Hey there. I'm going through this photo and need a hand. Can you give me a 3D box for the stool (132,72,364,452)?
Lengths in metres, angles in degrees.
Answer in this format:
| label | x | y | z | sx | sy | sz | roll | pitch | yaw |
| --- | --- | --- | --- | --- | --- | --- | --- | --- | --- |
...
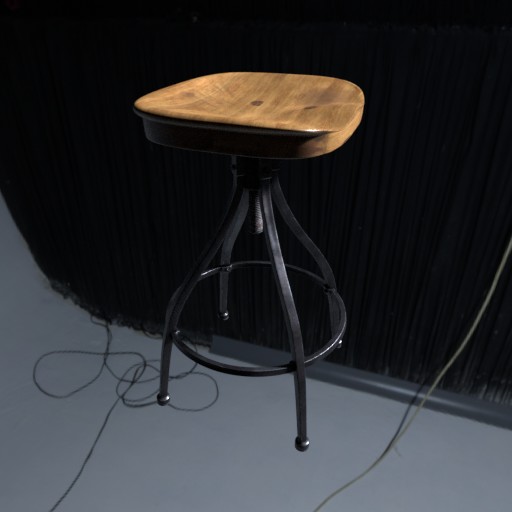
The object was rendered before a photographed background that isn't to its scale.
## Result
| label | x | y | z | sx | sy | sz | roll | pitch | yaw |
| --- | --- | --- | --- | --- | --- | --- | --- | --- | --- |
| stool | 0.000 | 0.000 | 0.977 | 0.424 | 0.694 | 0.432 | 11 | 32 | 18 |
